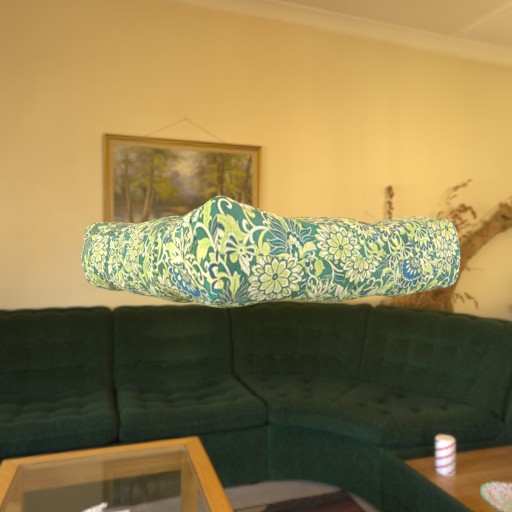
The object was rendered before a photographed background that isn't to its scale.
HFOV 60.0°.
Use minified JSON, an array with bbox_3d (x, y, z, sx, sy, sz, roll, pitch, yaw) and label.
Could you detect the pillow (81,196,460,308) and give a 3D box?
[{"bbox_3d":[0.000,0.000,0.755,0.468,0.128,0.490,0,0,-35],"label":"pillow"}]
